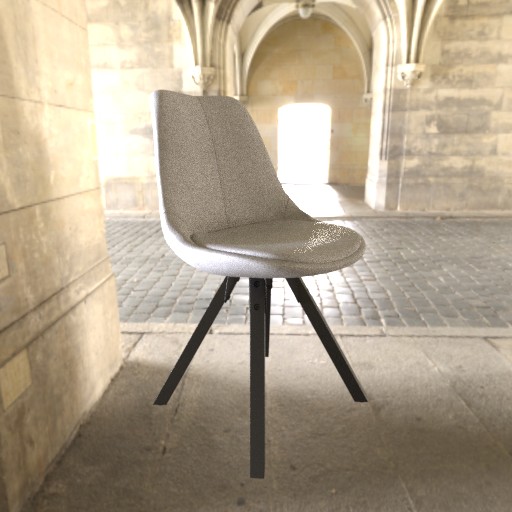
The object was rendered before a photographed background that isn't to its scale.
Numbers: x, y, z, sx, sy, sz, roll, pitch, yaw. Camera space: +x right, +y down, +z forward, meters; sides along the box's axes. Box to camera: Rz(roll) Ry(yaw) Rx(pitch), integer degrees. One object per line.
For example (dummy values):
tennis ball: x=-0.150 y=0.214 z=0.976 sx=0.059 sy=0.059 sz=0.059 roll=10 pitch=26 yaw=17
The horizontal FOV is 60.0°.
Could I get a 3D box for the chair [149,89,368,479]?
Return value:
chair: x=0.000 y=0.000 z=1.174 sx=0.550 sy=0.850 sz=0.485 roll=14 pitch=20 yaw=43
